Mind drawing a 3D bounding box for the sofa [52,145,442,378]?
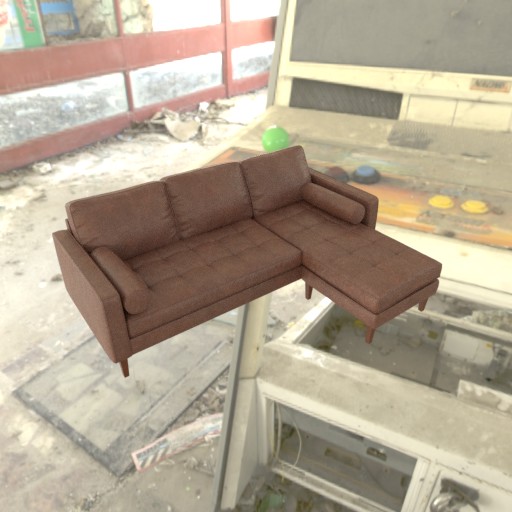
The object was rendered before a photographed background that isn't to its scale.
[{"bbox_3d":[0.000,0.000,2.982,2.185,0.841,1.613,-21,38,-30],"label":"sofa"}]
